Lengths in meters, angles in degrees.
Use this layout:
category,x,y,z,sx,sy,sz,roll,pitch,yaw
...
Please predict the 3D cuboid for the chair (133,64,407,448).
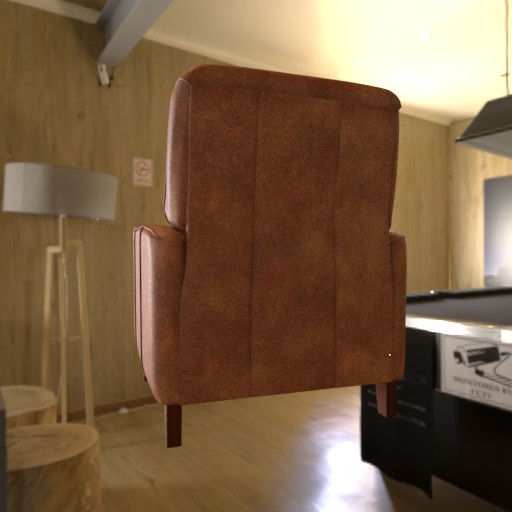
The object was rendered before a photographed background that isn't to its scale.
category,x,y,z,sx,sy,sz,roll,pitch,yaw
chair,0.000,0.000,1.629,0.843,1.043,0.836,0,1,-19
